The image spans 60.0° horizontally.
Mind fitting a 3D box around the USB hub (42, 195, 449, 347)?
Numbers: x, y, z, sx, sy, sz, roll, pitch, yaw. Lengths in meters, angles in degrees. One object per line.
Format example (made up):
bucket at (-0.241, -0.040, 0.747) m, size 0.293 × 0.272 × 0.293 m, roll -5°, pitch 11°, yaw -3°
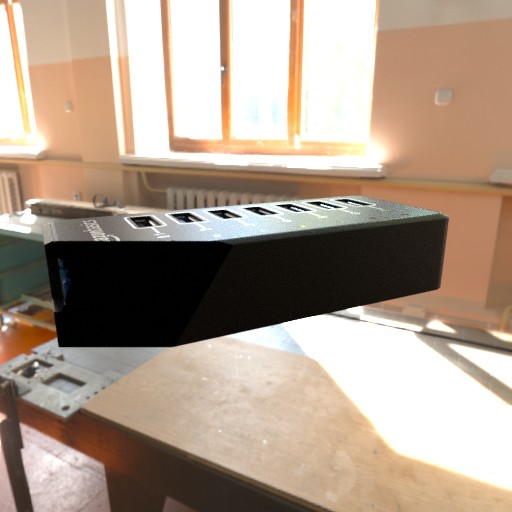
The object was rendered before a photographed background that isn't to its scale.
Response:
USB hub at (0.000, 0.000, 0.129) m, size 0.110 × 0.023 × 0.044 m, roll -8°, pitch 18°, yaw -25°
